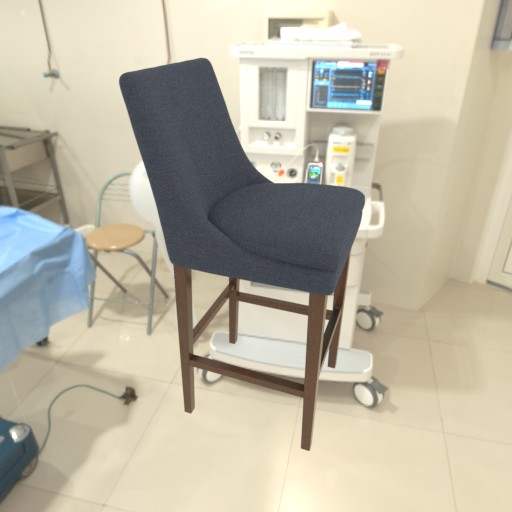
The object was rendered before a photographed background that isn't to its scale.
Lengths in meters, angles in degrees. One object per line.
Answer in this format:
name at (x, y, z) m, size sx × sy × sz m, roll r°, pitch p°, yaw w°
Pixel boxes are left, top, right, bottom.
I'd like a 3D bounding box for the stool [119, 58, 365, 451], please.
stool at (0.000, 0.000, 1.369) m, size 0.577 × 1.078 × 0.470 m, roll 10°, pitch 31°, yaw 18°
